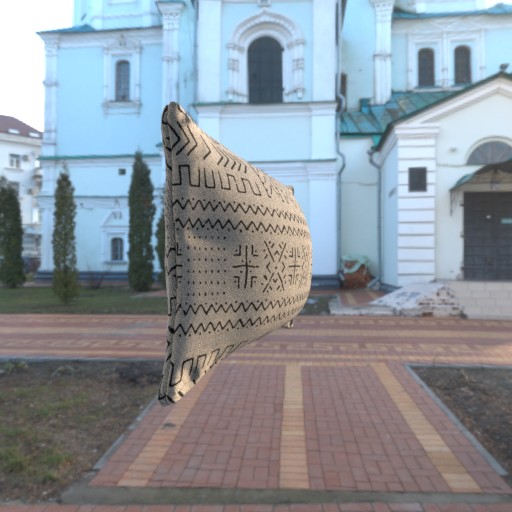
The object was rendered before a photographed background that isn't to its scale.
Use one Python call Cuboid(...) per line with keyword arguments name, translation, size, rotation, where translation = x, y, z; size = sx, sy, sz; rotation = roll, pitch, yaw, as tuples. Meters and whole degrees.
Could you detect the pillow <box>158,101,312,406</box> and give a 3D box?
Cuboid(name="pillow", translation=(0.000, 0.000, 0.801), size=(0.188, 0.352, 0.637), rotation=(0, -1, 17))
